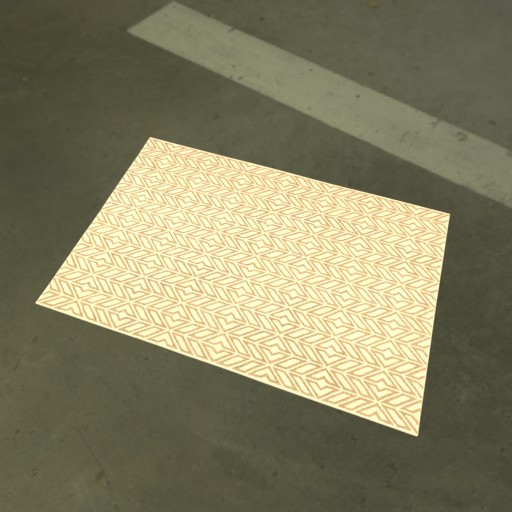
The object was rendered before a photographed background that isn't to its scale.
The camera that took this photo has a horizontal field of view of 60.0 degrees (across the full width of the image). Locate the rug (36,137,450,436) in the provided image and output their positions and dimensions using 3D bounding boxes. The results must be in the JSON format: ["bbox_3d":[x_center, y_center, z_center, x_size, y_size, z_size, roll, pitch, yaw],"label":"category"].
[{"bbox_3d":[0.000,0.000,2.285,1.828,0.007,1.220,16,59,10],"label":"rug"}]
